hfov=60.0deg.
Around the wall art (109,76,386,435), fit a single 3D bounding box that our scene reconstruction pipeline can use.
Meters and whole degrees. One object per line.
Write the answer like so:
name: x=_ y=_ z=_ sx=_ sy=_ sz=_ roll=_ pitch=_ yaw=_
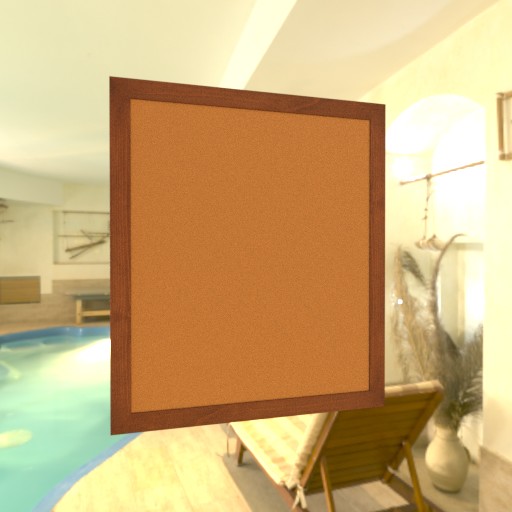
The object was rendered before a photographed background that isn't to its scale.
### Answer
wall art: x=0.000 y=0.000 z=0.529 sx=0.330 sy=0.381 sz=0.030 roll=0 pitch=1 yaw=-16
